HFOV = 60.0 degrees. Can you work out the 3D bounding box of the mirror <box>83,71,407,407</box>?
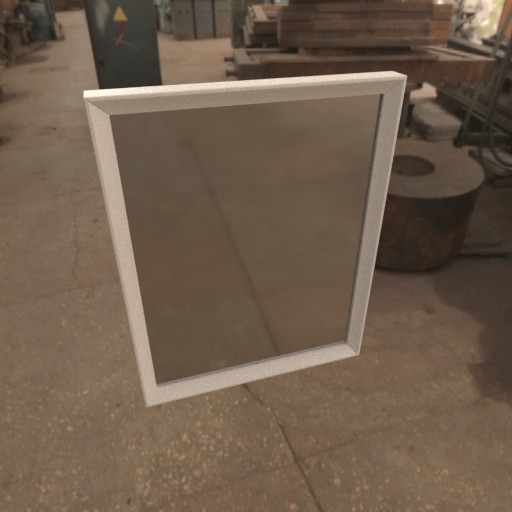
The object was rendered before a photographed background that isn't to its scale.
[{"bbox_3d":[0.000,0.000,0.684,0.406,0.509,0.041,-10,34,-15],"label":"mirror"}]
